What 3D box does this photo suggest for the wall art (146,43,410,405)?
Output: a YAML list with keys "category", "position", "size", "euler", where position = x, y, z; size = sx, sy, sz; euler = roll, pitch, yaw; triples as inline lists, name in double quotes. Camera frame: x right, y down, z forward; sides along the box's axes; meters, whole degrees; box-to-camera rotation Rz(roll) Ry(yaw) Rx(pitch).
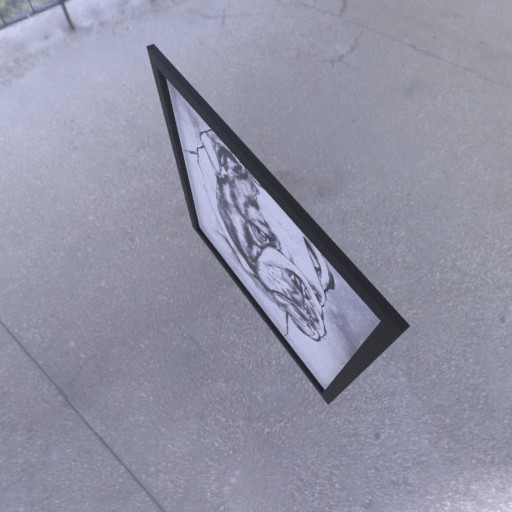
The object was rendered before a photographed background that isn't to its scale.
- category: "wall art"
  position: [0.000, 0.000, 0.985]
  size: [0.016, 0.659, 0.663]
  euler: [-33, 68, -15]
